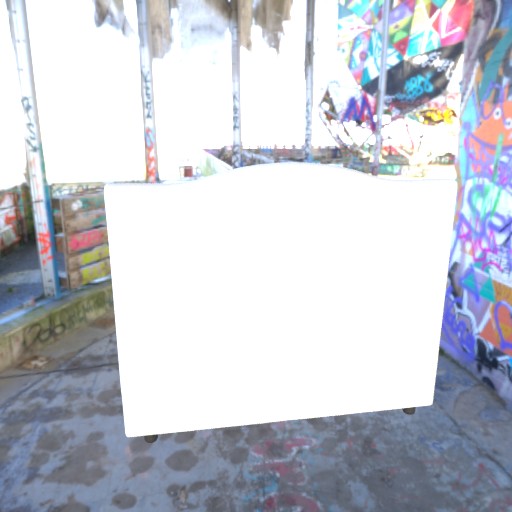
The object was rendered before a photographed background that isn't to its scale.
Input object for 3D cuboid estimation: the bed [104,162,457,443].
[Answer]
[{"bbox_3d":[0.000,0.000,3.288,1.753,1.460,2.143,-2,15,-9],"label":"bed"}]
